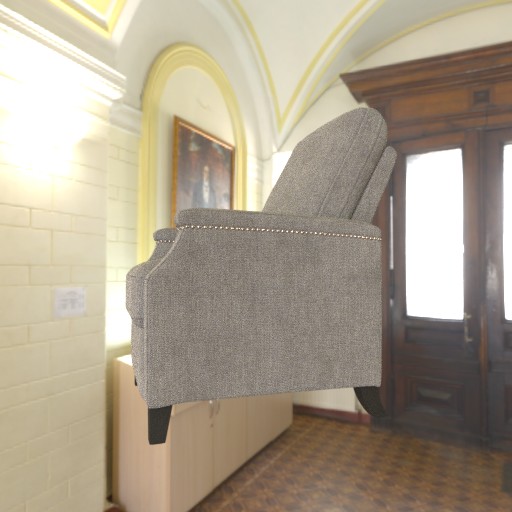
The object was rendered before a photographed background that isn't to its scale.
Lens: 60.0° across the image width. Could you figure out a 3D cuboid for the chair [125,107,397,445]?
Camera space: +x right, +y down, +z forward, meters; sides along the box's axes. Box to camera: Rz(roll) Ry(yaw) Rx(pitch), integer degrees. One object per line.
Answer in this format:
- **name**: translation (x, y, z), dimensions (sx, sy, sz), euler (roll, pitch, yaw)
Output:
- **chair**: translation (0.000, 0.000, 1.661), dimensions (0.922, 1.049, 0.710), euler (1, -2, -19)
